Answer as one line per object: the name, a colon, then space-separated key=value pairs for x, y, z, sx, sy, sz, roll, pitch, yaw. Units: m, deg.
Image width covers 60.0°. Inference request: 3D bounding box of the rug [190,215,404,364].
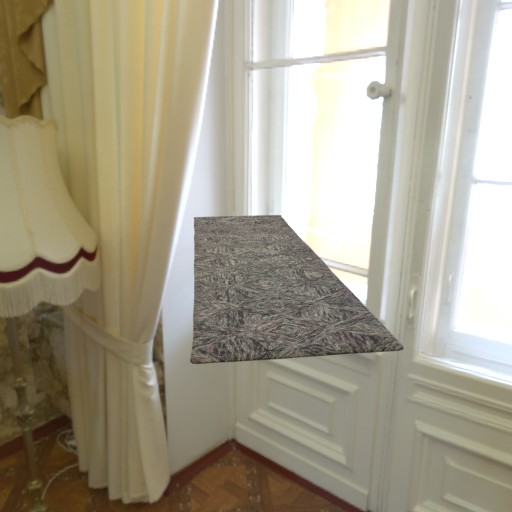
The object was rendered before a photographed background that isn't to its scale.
rug: x=0.000 y=0.000 z=2.517 sx=0.719 sy=0.013 sz=2.305 roll=-2 pitch=17 yaw=-7
